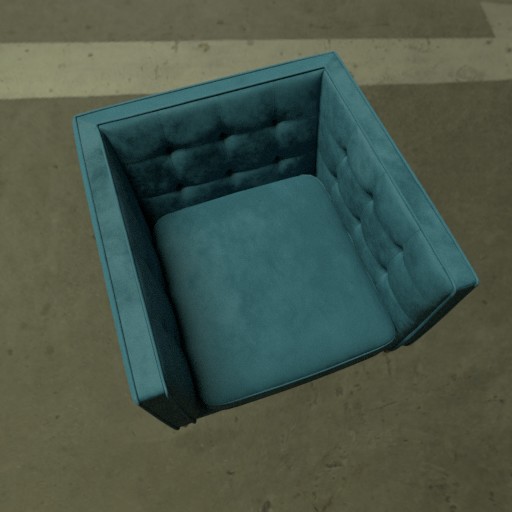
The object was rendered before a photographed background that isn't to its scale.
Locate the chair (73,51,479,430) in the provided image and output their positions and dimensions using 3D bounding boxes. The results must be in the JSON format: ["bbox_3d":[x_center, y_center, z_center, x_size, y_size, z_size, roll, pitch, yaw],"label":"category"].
[{"bbox_3d":[0.000,0.000,1.522,0.880,0.790,0.894,-17,65,-9],"label":"chair"}]
